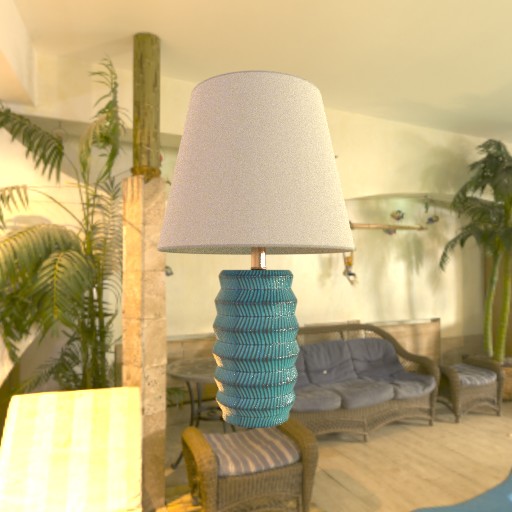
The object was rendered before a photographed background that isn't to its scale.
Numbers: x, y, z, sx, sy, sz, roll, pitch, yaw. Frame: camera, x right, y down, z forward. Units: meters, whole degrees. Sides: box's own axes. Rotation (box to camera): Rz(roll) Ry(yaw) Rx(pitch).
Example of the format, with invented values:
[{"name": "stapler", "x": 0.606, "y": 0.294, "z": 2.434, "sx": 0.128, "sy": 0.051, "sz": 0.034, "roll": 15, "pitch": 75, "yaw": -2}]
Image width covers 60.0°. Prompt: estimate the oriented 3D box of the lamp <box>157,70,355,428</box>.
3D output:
[{"name": "lamp", "x": 0.000, "y": 0.000, "z": 0.813, "sx": 0.355, "sy": 0.582, "sz": 0.355, "roll": 0, "pitch": -2, "yaw": 0}]
